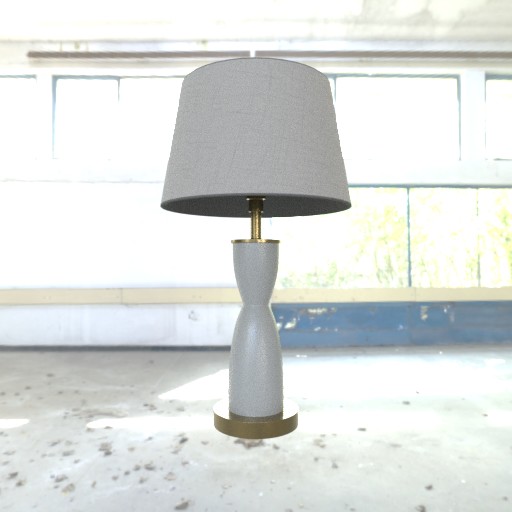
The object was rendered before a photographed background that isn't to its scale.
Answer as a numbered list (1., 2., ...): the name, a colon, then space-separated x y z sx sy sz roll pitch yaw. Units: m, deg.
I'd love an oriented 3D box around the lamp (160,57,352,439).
1. lamp: 0.000 0.000 0.729 0.309 0.545 0.309 0 -1 0
